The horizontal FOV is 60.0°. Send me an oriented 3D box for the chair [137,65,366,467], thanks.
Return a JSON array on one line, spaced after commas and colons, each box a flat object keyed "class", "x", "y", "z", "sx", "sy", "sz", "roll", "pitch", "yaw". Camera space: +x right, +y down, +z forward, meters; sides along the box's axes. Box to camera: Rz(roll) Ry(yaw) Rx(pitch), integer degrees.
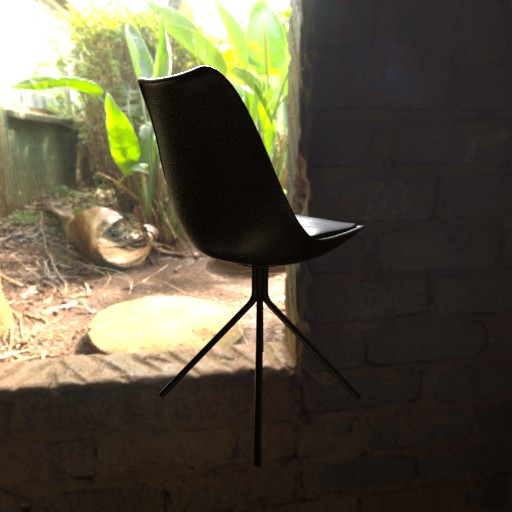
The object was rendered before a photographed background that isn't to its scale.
[{"class": "chair", "x": 0.000, "y": 0.000, "z": 1.160, "sx": 0.525, "sy": 0.850, "sz": 0.461, "roll": -14, "pitch": 20, "yaw": -42}]
